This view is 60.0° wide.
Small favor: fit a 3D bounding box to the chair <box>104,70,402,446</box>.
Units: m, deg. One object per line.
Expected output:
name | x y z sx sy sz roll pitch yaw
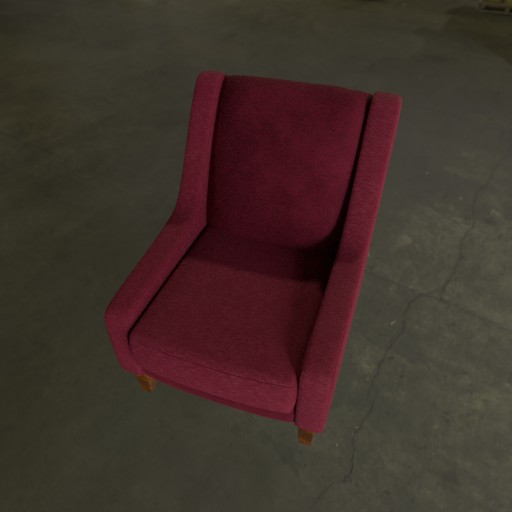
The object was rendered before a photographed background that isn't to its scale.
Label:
chair | 0.000 0.000 1.675 0.793 1.017 0.985 13 43 15
